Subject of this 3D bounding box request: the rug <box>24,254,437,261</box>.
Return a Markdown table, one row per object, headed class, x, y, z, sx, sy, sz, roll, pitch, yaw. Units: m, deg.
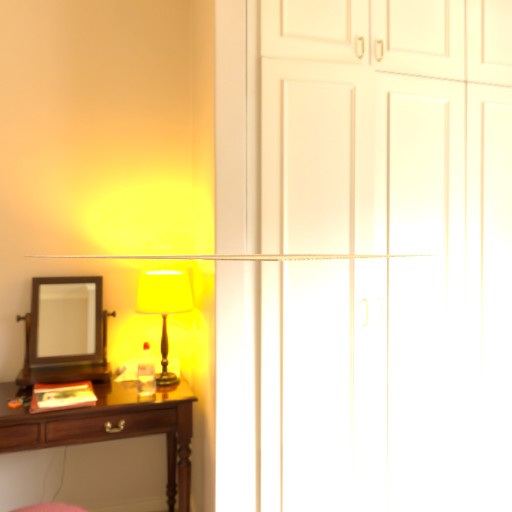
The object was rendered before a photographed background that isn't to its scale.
| class | x | y | z | sx | sy | sz | roll | pitch | yaw |
| --- | --- | --- | --- | --- | --- | --- | --- | --- | --- |
| rug | 0.000 | 0.000 | 4.084 | 2.453 | 0.010 | 3.037 | 0 | 1 | 36 |
